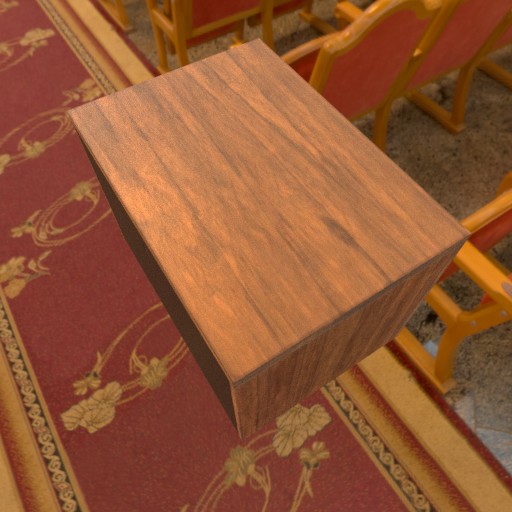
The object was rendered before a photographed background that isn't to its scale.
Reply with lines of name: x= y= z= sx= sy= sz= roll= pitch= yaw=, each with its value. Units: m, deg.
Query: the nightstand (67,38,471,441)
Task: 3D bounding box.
nightstand: x=0.000 y=0.000 z=1.025 sx=0.458 sy=0.610 sz=0.610 roll=-29 pitch=62 yaw=-16
